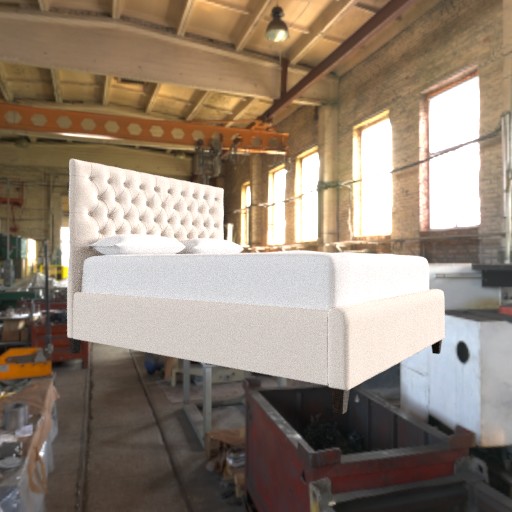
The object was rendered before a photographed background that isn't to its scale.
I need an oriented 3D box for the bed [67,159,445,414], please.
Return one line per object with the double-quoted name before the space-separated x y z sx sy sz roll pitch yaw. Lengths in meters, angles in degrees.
"bed" 0.000 0.000 3.263 2.233 1.426 1.696 0 -1 37
